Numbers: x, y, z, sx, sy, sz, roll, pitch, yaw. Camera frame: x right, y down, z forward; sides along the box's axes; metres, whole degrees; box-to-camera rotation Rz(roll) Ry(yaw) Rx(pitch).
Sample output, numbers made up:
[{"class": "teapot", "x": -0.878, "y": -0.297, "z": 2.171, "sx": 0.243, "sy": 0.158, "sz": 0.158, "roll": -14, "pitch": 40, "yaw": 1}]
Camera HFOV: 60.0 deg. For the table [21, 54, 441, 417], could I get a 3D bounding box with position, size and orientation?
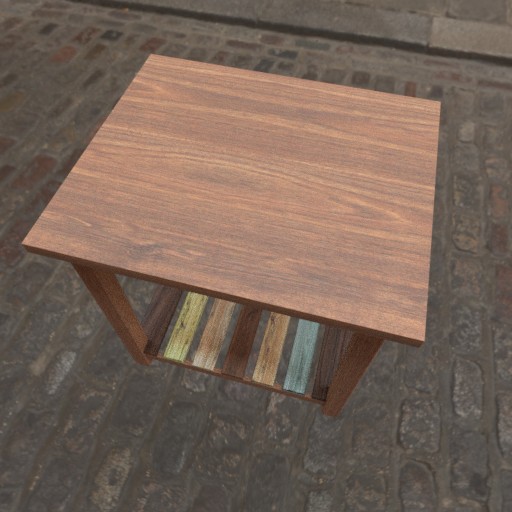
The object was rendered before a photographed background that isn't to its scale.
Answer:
[{"class": "table", "x": 0.000, "y": 0.000, "z": 1.105, "sx": 0.660, "sy": 0.635, "sz": 0.559, "roll": 13, "pitch": 58, "yaw": 8}]
